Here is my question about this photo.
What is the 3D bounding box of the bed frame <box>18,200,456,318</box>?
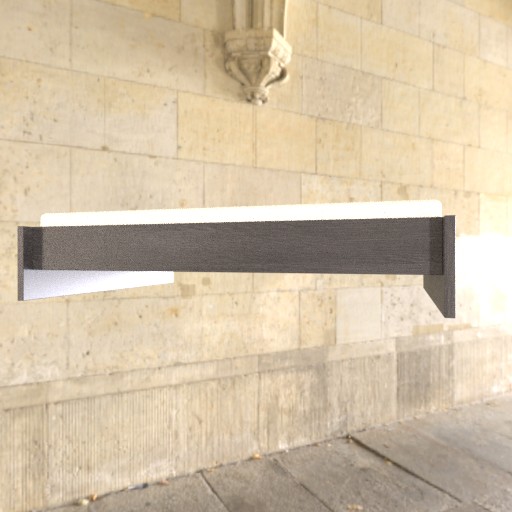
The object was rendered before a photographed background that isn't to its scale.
[{"bbox_3d":[0.000,0.000,2.557,1.950,0.432,1.490,0,0,18],"label":"bed frame"}]
